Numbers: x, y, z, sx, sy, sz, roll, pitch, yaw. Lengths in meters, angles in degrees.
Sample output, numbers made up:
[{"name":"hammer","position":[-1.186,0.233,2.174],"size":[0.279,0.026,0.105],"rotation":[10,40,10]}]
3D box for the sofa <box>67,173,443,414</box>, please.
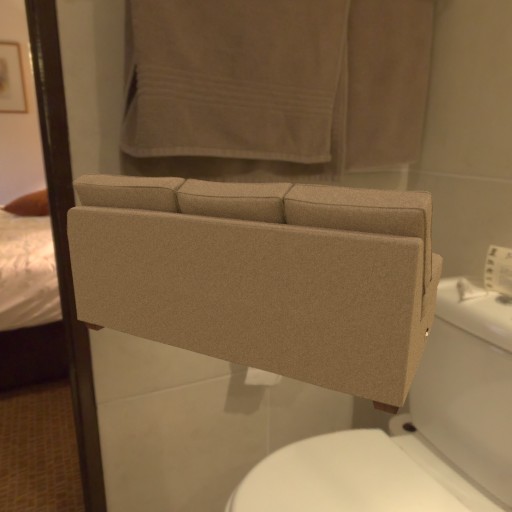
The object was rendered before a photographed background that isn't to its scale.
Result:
[{"name":"sofa","position":[0.000,0.000,2.591],"size":[1.963,0.946,1.034],"rotation":[8,17,27]}]
